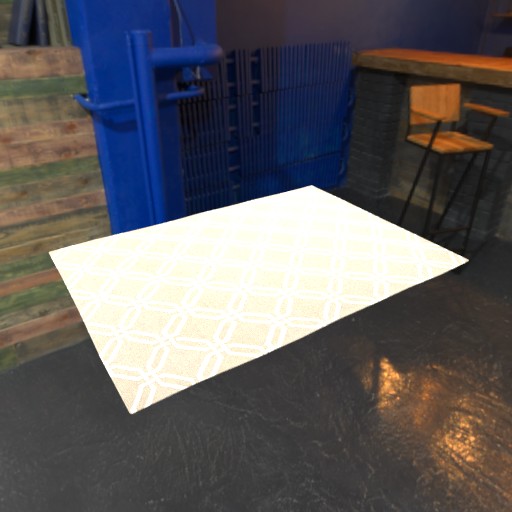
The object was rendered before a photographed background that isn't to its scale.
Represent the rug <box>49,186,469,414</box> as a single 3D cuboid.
[{"bbox_3d":[0.000,0.000,2.739,2.135,0.013,1.524,-18,34,-28],"label":"rug"}]
